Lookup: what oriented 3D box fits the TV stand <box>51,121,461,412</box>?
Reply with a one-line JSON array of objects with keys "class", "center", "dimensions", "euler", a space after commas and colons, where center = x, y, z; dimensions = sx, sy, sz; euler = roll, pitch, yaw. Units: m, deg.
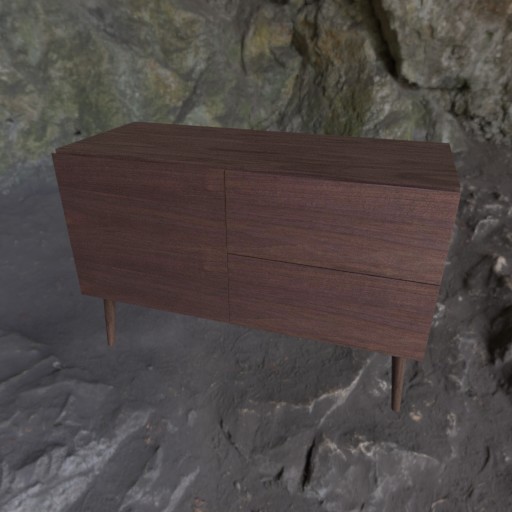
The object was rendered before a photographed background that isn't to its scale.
[{"class": "TV stand", "center": [0.000, 0.000, 1.339], "dimensions": [0.990, 0.660, 0.405], "euler": [9, 29, 16]}]
